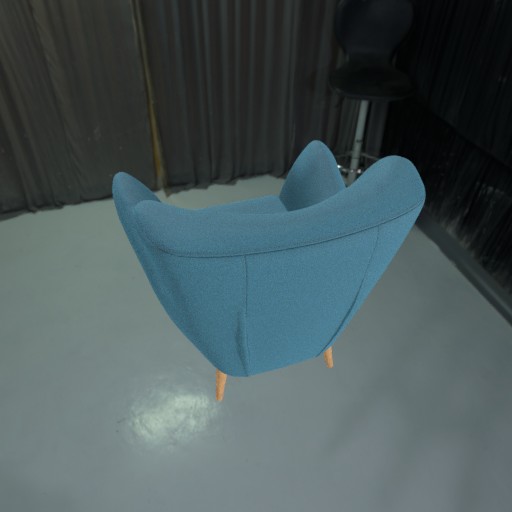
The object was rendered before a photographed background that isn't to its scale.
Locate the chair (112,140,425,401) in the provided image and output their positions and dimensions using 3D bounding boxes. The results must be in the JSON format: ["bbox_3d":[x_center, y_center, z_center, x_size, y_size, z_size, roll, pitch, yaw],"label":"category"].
[{"bbox_3d":[0.000,0.000,1.603,0.890,0.889,0.889,-13,43,-14],"label":"chair"}]
